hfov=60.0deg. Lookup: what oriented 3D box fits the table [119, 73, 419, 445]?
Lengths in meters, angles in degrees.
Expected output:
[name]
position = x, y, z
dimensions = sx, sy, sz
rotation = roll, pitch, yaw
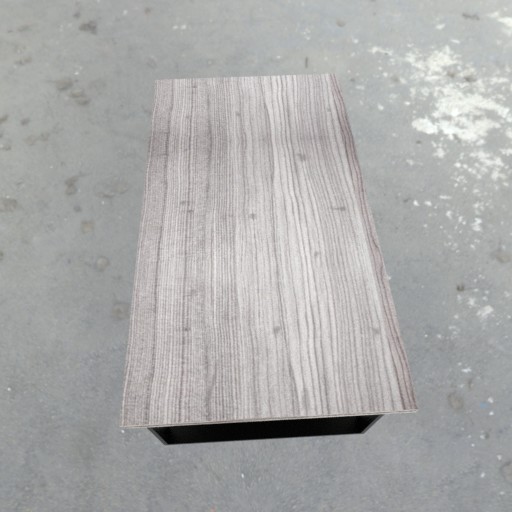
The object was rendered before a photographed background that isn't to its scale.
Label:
[table]
position = 0.000, 0.000, 2.026
dimensions = 0.881, 0.736, 1.579
rotation = -3, 58, -2
